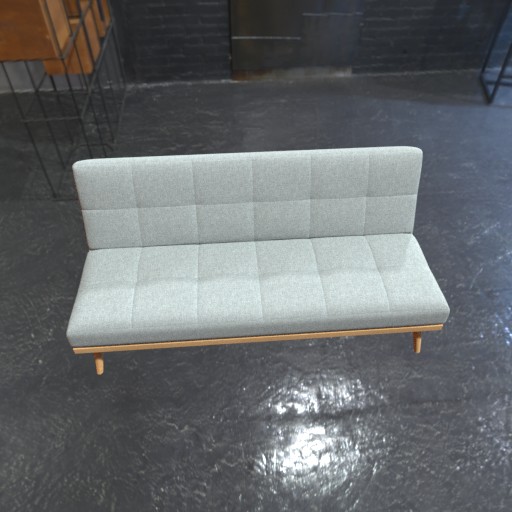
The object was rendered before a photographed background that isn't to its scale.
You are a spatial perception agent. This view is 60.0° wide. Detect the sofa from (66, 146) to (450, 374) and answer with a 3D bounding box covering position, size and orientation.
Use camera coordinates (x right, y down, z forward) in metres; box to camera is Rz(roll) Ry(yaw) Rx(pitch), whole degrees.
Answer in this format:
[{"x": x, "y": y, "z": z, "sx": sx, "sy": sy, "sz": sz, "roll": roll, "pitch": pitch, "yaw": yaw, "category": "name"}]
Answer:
[{"x": 0.000, "y": 0.000, "z": 2.303, "sx": 1.820, "sy": 0.800, "sz": 0.800, "roll": -3, "pitch": 45, "yaw": -3, "category": "sofa"}]
